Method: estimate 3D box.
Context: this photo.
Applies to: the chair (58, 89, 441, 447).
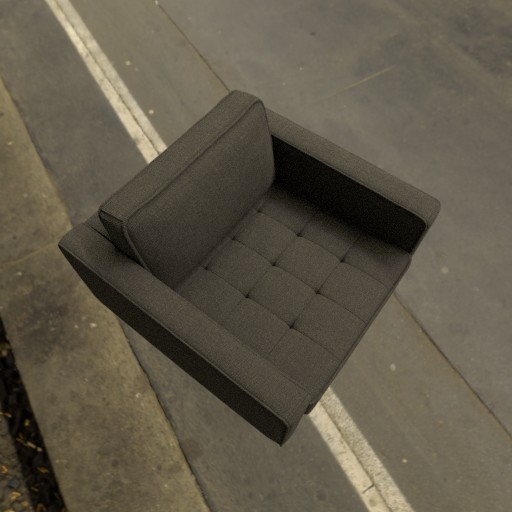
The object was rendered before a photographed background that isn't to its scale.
[{"bbox_3d":[0.000,0.000,1.588,0.919,0.770,0.899,34,66,17],"label":"chair"}]
